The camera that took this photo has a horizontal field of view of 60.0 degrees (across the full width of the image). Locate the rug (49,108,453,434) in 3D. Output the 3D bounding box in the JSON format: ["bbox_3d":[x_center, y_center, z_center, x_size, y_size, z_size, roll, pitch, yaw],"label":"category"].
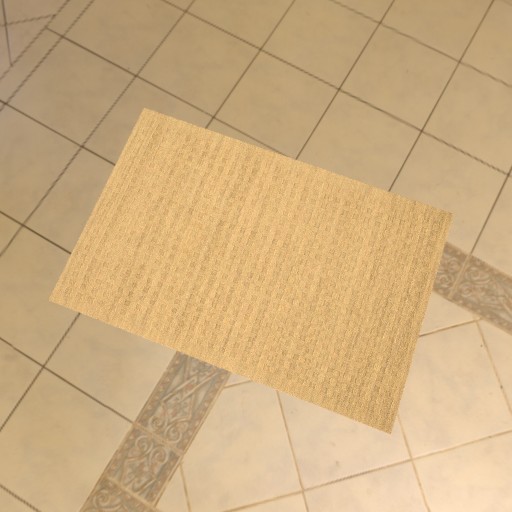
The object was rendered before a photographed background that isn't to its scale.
[{"bbox_3d":[0.000,0.000,2.239,1.752,0.006,1.142,20,77,5],"label":"rug"}]
